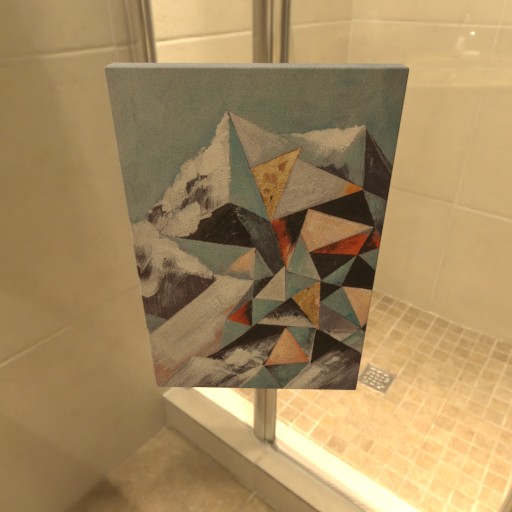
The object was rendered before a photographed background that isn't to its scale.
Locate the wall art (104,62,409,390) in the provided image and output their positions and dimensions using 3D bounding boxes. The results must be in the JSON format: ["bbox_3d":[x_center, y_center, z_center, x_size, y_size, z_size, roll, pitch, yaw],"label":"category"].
[{"bbox_3d":[0.000,0.000,1.140,0.609,0.911,0.061,1,31,1],"label":"wall art"}]
